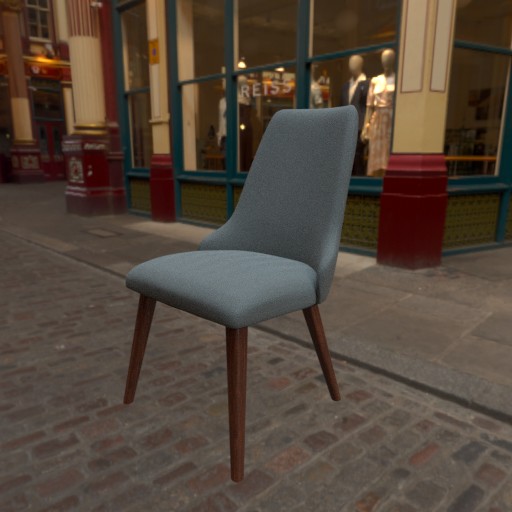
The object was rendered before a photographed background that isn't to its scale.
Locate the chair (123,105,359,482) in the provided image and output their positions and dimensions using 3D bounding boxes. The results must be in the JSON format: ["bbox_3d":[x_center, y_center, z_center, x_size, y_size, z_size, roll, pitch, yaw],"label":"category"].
[{"bbox_3d":[0.000,0.000,1.381,0.535,0.918,0.707,13,19,42],"label":"chair"}]
